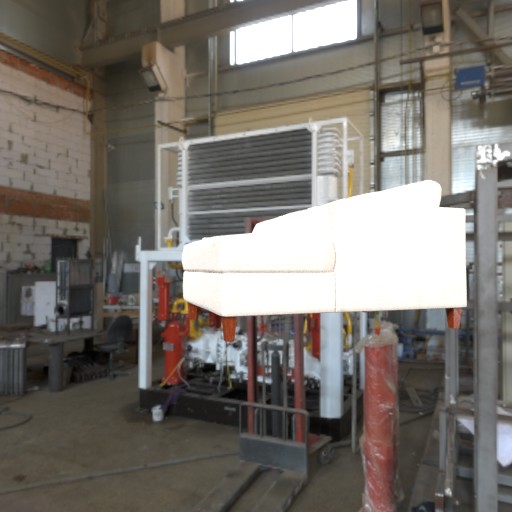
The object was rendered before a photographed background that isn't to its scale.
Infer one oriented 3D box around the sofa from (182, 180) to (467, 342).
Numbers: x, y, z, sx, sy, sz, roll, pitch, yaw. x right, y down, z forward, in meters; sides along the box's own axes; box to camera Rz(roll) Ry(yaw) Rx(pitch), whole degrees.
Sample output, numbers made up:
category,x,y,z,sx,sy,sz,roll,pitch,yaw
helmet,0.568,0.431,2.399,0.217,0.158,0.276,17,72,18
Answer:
category,x,y,z,sx,sy,sz,roll,pitch,yaw
sofa,0.000,0.000,4.114,1.606,0.954,3.471,0,-1,-19
